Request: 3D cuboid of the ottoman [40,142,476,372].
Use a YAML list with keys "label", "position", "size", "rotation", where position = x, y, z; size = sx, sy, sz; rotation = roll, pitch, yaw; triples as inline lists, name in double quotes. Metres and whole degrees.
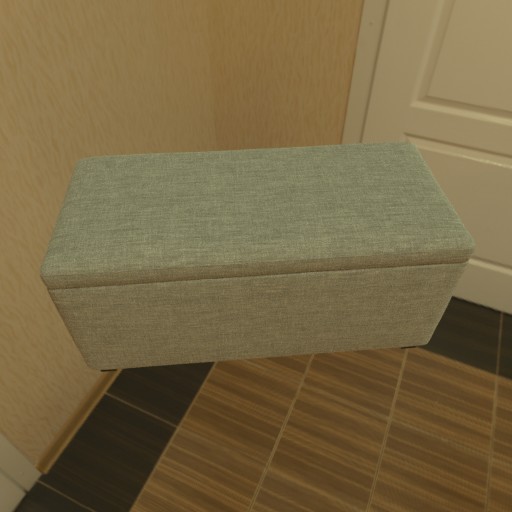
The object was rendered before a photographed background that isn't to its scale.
- label: "ottoman"
  position: [0.000, 0.000, 1.151]
  size: [0.902, 0.432, 0.419]
  rotation: [-4, 46, -3]
